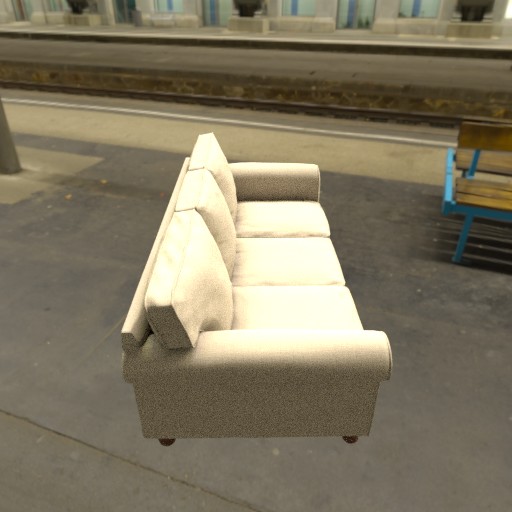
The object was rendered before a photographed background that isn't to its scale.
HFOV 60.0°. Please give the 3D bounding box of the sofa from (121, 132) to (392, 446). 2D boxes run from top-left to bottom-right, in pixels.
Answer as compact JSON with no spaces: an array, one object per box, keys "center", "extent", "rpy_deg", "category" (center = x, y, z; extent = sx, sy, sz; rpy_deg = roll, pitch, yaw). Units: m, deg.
[{"center":[0.000,0.000,2.552],"extent":[0.998,0.889,2.118],"rpy_deg":[0,31,-1],"category":"sofa"}]
